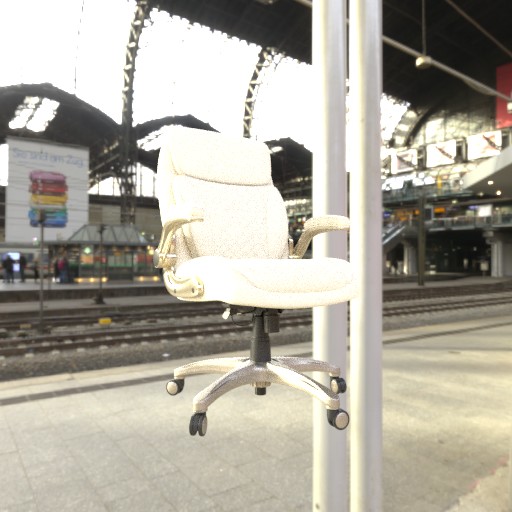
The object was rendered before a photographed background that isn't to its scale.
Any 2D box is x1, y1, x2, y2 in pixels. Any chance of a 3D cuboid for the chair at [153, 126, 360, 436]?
[{"bbox_3d":[0.000,0.000,1.691,0.740,1.110,0.794,1,-1,-36],"label":"chair"}]
